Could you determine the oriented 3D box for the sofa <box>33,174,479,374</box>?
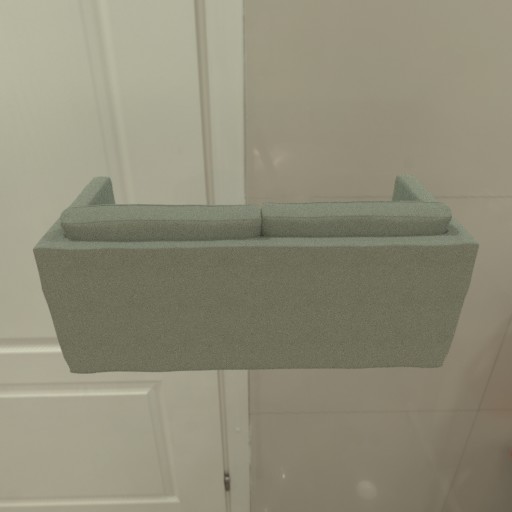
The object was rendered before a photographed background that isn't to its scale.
[{"bbox_3d":[0.000,0.000,2.464,1.987,0.870,0.940,-1,30,-1],"label":"sofa"}]
